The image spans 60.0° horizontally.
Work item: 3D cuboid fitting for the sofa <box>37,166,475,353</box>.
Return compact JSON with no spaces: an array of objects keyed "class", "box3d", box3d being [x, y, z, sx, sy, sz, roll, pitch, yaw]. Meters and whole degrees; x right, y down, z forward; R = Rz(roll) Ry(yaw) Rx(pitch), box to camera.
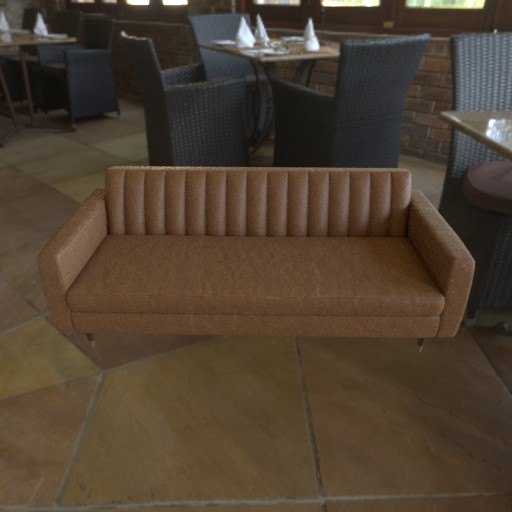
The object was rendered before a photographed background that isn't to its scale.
[{"class":"sofa","box3d":[0.000,0.000,2.740,2.291,0.821,0.990,1,30,1]}]
